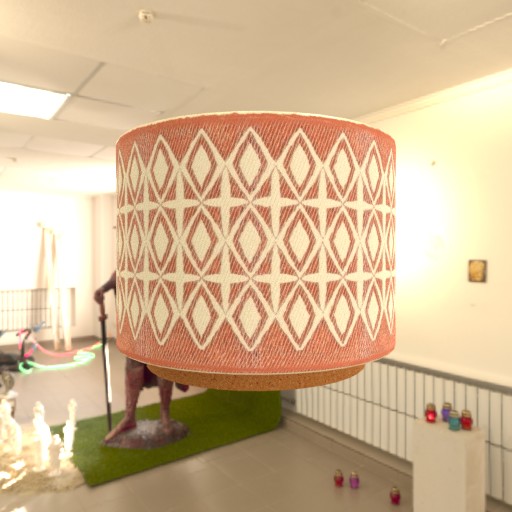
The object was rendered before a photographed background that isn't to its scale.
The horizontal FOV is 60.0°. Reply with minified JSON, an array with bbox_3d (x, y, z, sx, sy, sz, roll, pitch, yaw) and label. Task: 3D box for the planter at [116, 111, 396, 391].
[{"bbox_3d":[0.000,0.000,0.319,0.192,0.148,0.192,0,1,0],"label":"planter"}]
